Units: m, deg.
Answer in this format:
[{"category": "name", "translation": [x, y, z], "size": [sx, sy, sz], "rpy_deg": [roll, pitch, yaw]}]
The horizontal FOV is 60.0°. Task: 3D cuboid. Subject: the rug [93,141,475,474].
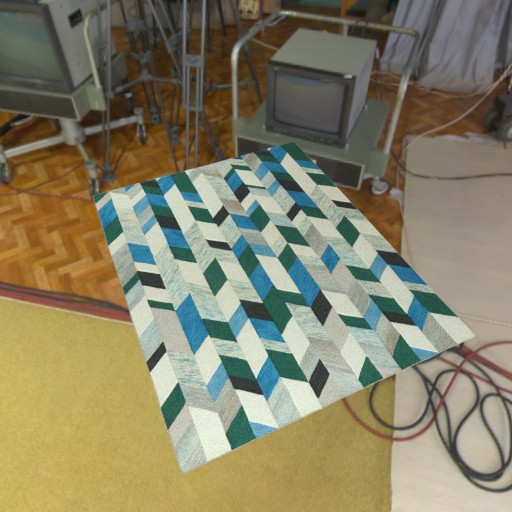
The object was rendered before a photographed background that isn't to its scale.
[{"category": "rug", "translation": [0.000, 0.000, 4.095], "size": [2.440, 0.008, 3.036], "rpy_deg": [-19, 50, -17]}]
